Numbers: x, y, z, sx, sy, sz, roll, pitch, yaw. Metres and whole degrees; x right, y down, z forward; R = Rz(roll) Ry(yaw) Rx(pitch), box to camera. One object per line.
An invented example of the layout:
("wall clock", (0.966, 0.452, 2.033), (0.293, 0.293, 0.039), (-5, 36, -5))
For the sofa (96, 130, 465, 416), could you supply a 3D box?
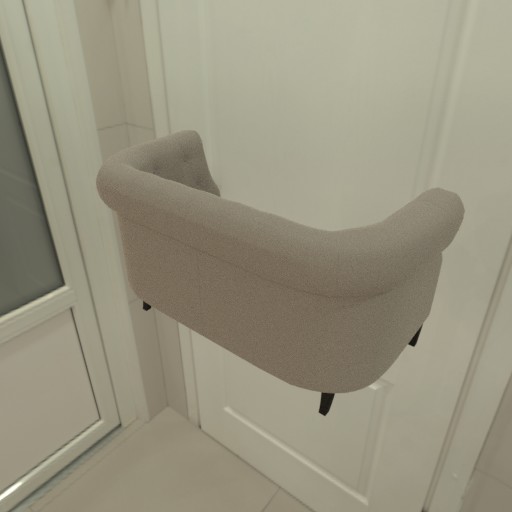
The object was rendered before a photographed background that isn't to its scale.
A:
("sofa", (0.000, 0.000, 2.038), (1.558, 0.827, 0.835), (22, 37, 32))
